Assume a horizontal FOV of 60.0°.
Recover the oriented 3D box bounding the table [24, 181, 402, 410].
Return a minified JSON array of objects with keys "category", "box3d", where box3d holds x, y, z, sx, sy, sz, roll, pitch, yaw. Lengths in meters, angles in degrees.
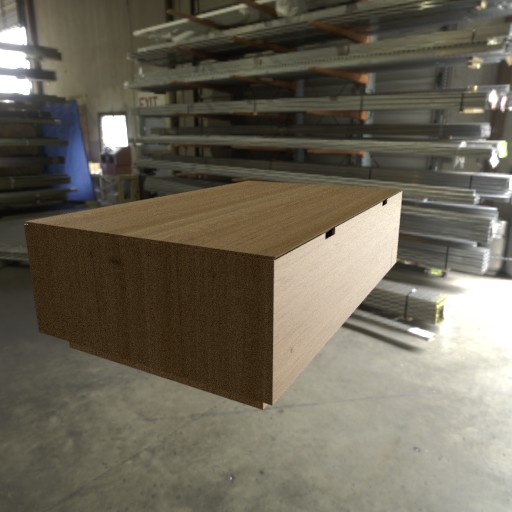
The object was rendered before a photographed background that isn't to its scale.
[{"category":"table","box3d":[0.000,0.000,1.434,0.678,0.353,1.110,8,17,27]}]
